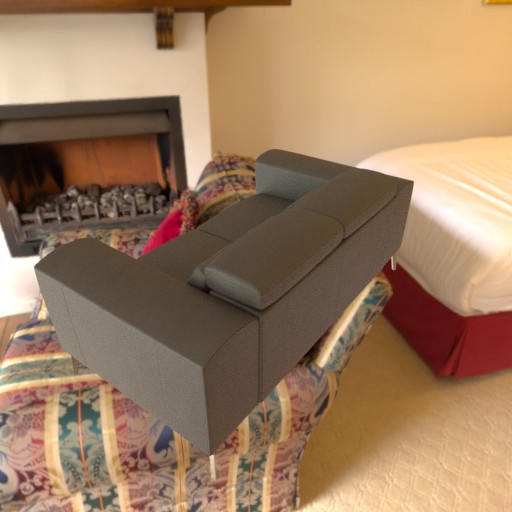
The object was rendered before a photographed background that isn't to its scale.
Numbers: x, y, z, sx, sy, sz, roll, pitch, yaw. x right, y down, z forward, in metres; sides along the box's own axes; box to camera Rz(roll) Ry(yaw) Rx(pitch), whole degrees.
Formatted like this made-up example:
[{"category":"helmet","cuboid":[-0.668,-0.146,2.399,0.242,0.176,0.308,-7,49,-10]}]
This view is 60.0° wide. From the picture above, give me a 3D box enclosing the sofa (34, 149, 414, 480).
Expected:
[{"category":"sofa","cuboid":[0.000,0.000,2.387,1.003,0.779,1.895,22,38,30]}]
